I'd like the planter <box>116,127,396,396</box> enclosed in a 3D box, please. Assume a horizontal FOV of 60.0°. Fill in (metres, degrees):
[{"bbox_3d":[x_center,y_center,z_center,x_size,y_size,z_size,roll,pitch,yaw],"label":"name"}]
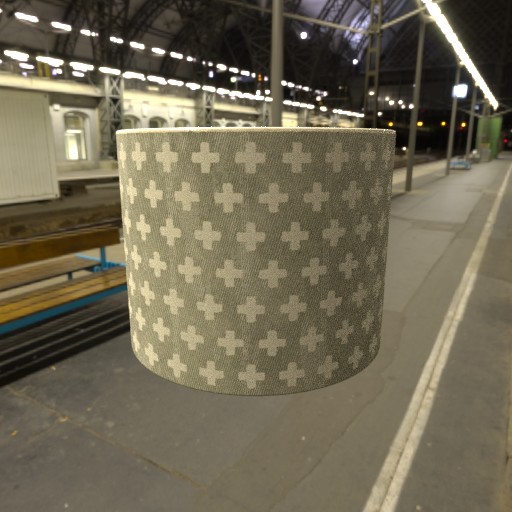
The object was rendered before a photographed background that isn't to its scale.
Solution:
[{"bbox_3d":[0.000,0.000,0.443,0.250,0.239,0.250,0,14,0],"label":"planter"}]
